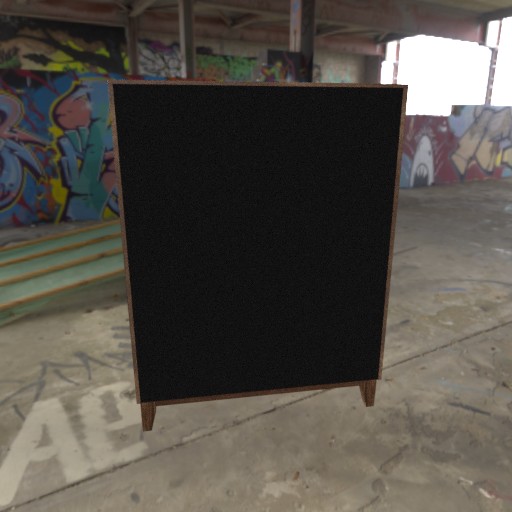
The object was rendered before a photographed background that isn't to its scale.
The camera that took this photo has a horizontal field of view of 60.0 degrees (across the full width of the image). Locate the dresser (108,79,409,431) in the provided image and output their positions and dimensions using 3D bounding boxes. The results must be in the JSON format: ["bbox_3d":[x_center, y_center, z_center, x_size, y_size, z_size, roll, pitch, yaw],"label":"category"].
[{"bbox_3d":[0.000,0.000,1.945,1.062,1.393,0.442,-3,17,-9],"label":"dresser"}]
